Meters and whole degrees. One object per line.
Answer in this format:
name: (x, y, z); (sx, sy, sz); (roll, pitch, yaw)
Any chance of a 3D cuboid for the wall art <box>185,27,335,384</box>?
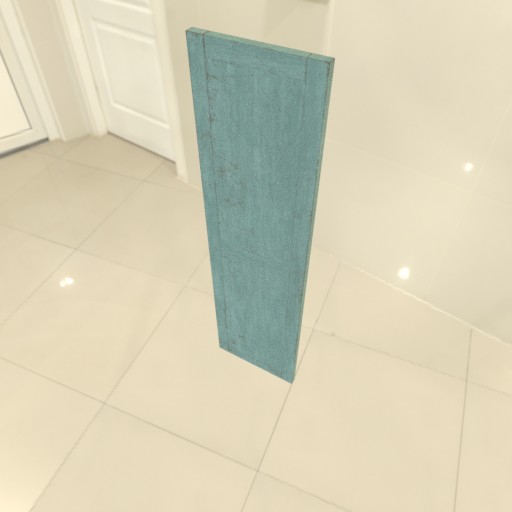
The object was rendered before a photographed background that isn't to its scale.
wall art: (0.000, 0.000, 1.321); (0.329, 1.219, 0.025); (22, 50, 20)
